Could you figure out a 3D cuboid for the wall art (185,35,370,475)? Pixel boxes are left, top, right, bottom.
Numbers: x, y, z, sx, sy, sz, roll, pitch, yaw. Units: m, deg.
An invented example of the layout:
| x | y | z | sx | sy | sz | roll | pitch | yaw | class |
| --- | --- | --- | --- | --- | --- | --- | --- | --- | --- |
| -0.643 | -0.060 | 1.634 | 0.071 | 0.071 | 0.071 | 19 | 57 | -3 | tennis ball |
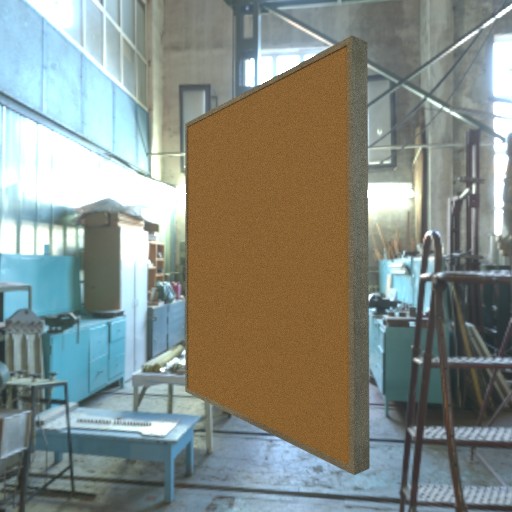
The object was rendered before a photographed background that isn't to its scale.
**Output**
| x | y | z | sx | sy | sz | roll | pitch | yaw | class |
| --- | --- | --- | --- | --- | --- | --- | --- | --- | --- |
| 0.000 | 0.000 | 0.702 | 0.032 | 0.521 | 0.421 | 1 | -1 | -37 | wall art |
